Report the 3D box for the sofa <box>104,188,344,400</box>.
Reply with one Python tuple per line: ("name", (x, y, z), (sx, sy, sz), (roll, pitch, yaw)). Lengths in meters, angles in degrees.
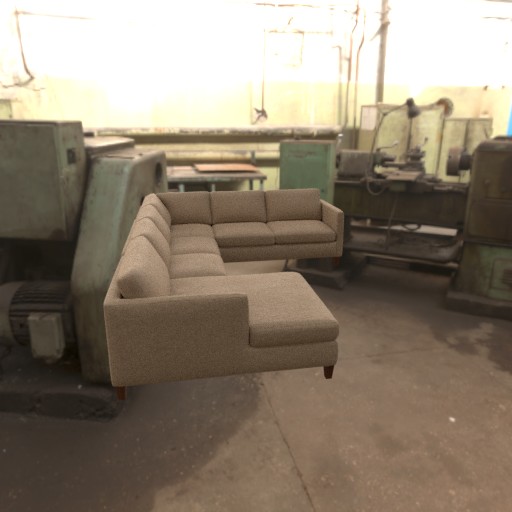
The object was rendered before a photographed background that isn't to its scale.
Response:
("sofa", (0.000, 0.000, 4.580), (2.551, 0.889, 3.403), (-3, 18, -10))
